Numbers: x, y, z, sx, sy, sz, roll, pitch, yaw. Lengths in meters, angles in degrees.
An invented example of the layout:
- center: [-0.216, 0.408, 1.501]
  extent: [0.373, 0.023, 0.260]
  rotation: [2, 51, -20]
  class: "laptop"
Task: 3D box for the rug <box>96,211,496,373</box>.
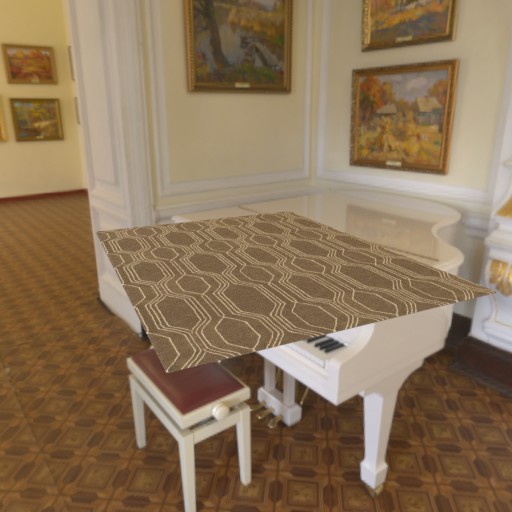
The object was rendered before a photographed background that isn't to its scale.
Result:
- center: [0.000, 0.000, 4.063]
  extent: [2.457, 0.012, 3.062]
  rotation: [-8, 20, -24]
  class: "rug"
